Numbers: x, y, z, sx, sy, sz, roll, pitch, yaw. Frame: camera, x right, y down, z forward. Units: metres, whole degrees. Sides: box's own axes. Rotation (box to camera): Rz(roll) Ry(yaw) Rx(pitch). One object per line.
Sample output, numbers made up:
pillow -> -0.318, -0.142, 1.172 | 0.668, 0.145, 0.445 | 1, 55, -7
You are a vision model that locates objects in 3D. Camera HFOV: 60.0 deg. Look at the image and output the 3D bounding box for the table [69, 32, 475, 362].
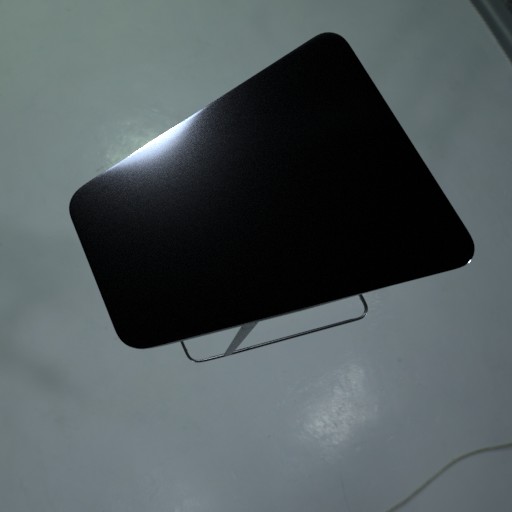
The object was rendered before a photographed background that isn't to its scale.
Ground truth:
table -> 0.000, 0.000, 0.938 | 0.500, 0.624, 0.427 | -25, 76, -7
